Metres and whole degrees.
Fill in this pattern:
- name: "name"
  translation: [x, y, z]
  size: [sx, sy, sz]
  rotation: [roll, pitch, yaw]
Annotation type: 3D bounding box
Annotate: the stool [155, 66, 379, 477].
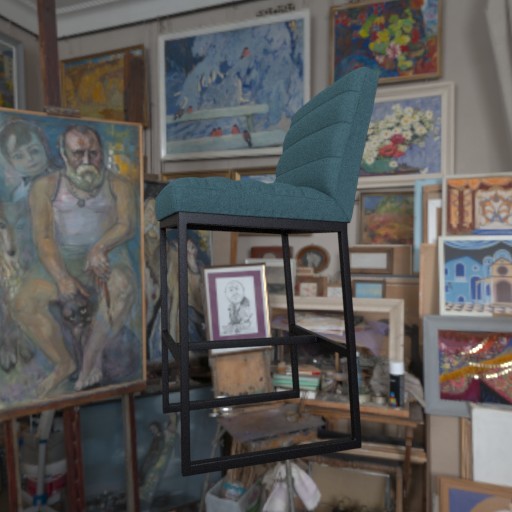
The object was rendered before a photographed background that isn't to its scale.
- name: "stool"
  translation: [0.000, 0.000, 1.330]
  size: [0.560, 1.040, 0.460]
  rotation: [0, 2, -18]
